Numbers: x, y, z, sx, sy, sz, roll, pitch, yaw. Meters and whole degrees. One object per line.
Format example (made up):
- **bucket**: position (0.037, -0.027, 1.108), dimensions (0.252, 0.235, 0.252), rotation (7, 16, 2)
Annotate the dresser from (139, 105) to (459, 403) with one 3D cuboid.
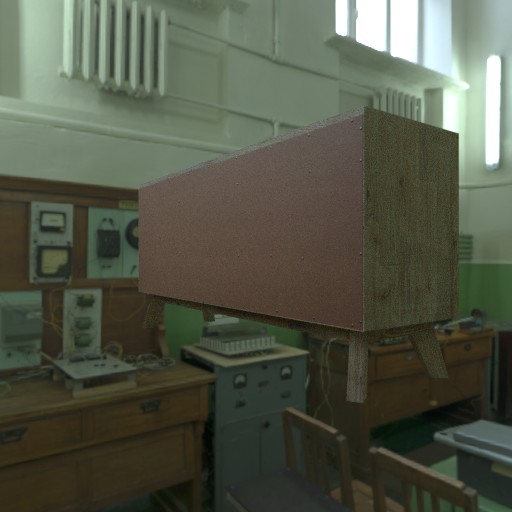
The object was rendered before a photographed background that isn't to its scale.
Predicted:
- **dresser**: position (0.000, 0.000, 1.941), dimensions (0.455, 0.788, 1.602), rotation (0, 0, -36)
